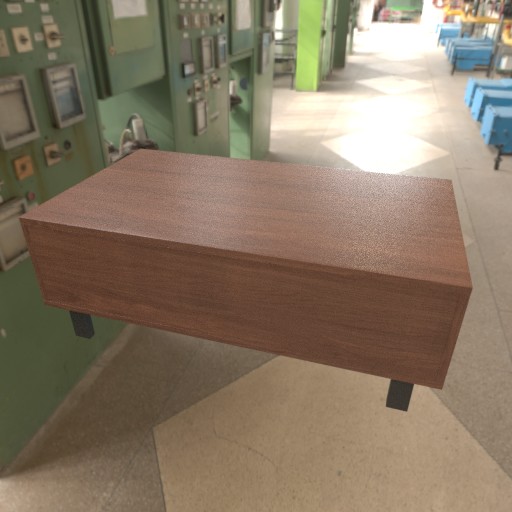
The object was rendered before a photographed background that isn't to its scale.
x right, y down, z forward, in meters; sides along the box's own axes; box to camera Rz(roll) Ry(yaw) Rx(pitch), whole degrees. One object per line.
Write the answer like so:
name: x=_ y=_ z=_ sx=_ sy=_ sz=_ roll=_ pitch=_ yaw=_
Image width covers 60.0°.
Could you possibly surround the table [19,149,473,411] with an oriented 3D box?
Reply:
table: x=0.000 y=0.000 z=1.288 sx=1.020 sy=0.380 sz=0.600 roll=9 pitch=32 yaw=15
